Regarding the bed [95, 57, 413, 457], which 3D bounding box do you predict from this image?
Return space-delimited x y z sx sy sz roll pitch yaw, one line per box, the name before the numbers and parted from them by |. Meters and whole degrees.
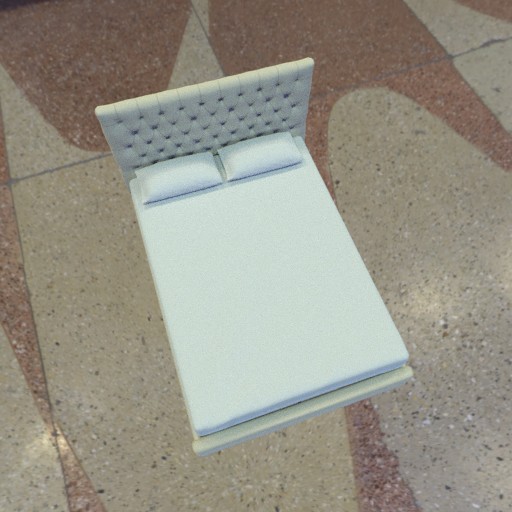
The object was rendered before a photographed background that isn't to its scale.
bed | 0.000 0.000 3.424 1.698 1.427 2.387 -16 64 -8
